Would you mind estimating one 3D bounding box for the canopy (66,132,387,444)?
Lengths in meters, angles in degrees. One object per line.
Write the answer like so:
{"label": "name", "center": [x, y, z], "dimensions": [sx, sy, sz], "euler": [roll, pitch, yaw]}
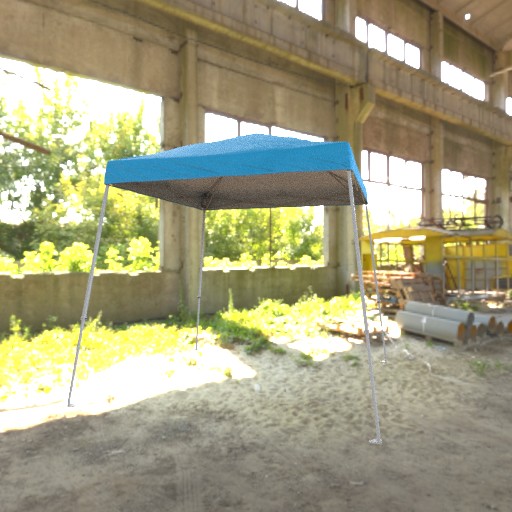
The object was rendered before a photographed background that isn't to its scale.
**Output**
{"label": "canopy", "center": [0.000, 0.000, 6.448], "dimensions": [3.600, 3.600, 3.599], "euler": [0, -1, 17]}
